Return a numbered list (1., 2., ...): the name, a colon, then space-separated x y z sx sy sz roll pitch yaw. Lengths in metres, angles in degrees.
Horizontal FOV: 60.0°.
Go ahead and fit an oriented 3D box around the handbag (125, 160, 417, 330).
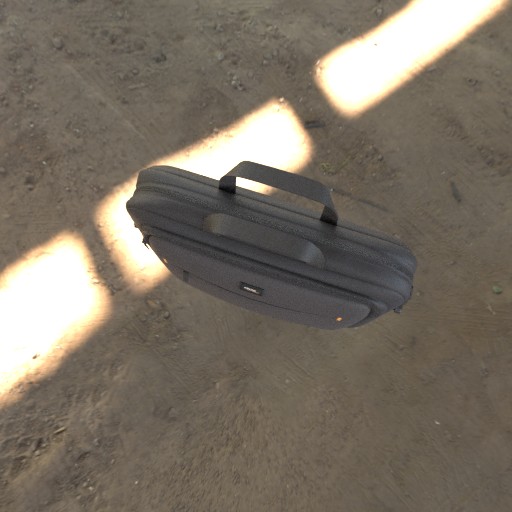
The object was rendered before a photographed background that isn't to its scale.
1. handbag: 0.000 0.000 0.592 0.429 0.330 0.126 18 76 5
